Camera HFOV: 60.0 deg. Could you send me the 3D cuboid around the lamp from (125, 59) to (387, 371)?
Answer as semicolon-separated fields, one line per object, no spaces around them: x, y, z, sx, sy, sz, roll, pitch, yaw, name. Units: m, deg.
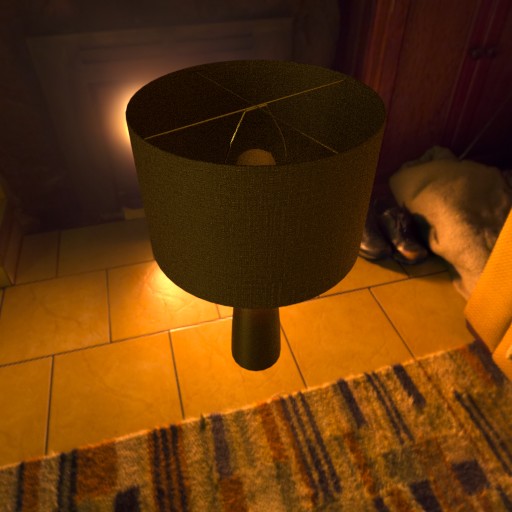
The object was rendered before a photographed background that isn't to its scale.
0.000;0.000;0.686;0.303;0.488;0.303;0;41;0;lamp
